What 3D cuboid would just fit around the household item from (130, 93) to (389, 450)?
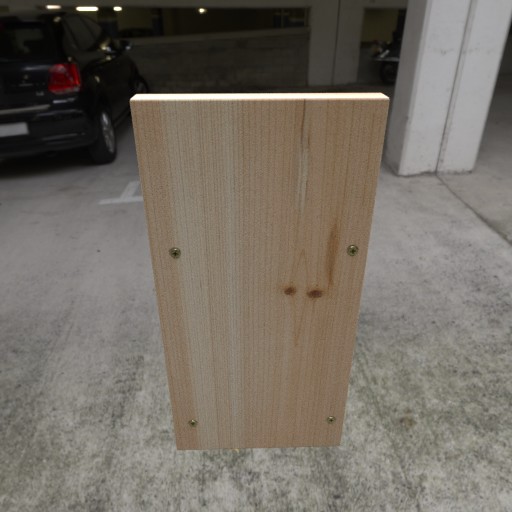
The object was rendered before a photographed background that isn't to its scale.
[{"bbox_3d":[0.000,0.000,0.396,0.149,0.300,0.171,-1,30,-1],"label":"household item"}]
